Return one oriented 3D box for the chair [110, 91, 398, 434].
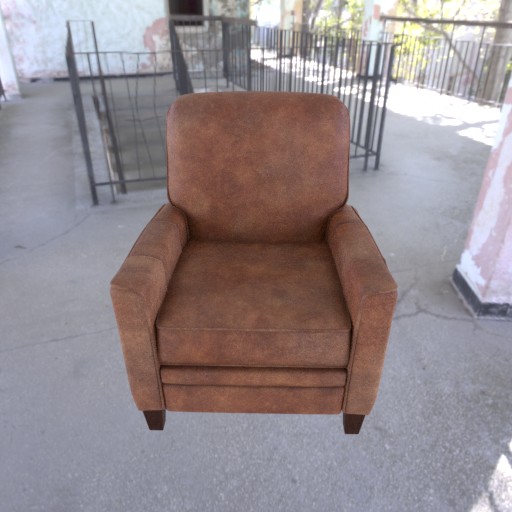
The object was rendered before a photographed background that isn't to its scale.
[{"bbox_3d":[0.000,0.000,1.647,0.843,1.043,0.836,1,30,1],"label":"chair"}]
